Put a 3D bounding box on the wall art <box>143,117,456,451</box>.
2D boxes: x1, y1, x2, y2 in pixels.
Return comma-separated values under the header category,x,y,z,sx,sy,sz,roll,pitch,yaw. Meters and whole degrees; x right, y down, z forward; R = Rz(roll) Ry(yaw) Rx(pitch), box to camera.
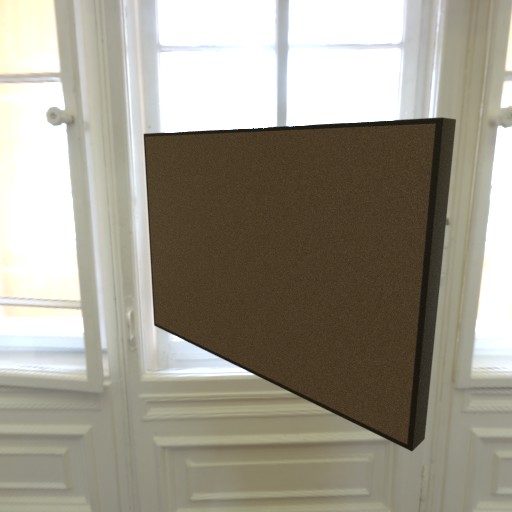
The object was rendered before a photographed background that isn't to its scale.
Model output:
category,x,y,z,sx,sy,sz,roll,pitch,yaw
wall art,0.000,0.000,1.156,0.939,0.640,0.058,13,18,43
